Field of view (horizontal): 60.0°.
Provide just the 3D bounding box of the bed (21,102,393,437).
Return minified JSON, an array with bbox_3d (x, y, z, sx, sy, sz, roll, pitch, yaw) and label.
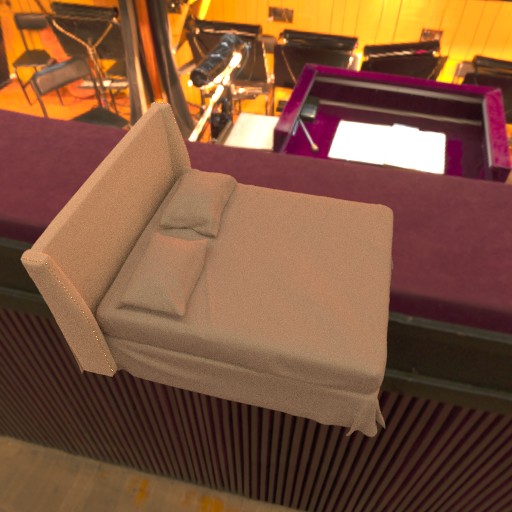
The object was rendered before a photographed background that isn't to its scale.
[{"bbox_3d":[0.000,0.000,3.384,2.276,1.332,1.925,10,47,10],"label":"bed"}]
